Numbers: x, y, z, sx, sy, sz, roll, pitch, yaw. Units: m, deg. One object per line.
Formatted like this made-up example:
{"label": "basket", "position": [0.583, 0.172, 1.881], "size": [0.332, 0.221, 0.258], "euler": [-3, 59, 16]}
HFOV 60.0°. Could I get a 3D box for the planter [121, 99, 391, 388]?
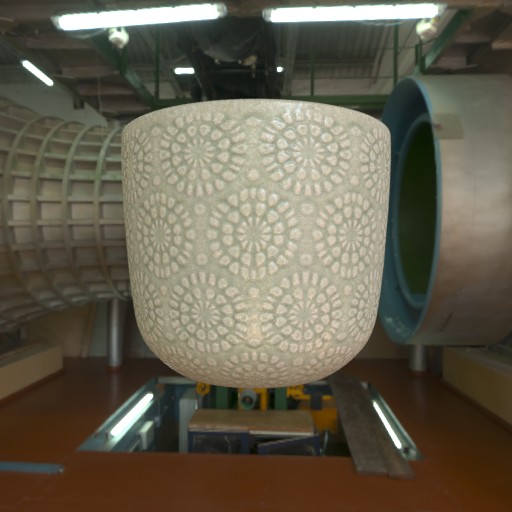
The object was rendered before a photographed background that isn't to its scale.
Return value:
{"label": "planter", "position": [0.000, 0.000, 0.213], "size": [0.124, 0.109, 0.124], "euler": [0, 0, 0]}
